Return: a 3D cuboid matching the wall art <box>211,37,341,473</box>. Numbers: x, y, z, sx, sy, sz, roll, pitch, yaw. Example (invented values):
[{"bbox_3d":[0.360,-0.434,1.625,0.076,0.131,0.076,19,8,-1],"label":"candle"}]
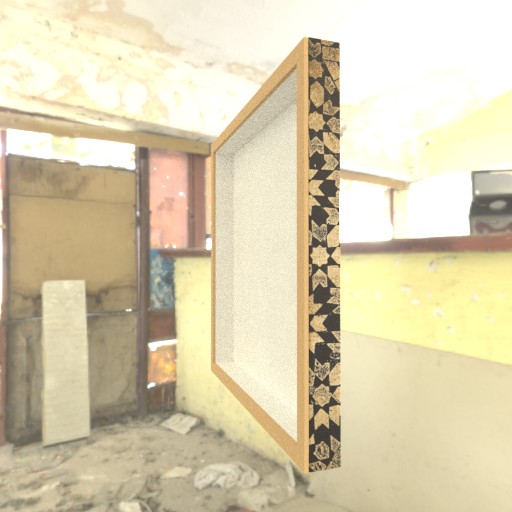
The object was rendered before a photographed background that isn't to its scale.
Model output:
[{"bbox_3d":[0.000,0.000,0.608,0.038,0.405,0.405,0,-1,-18],"label":"wall art"}]
